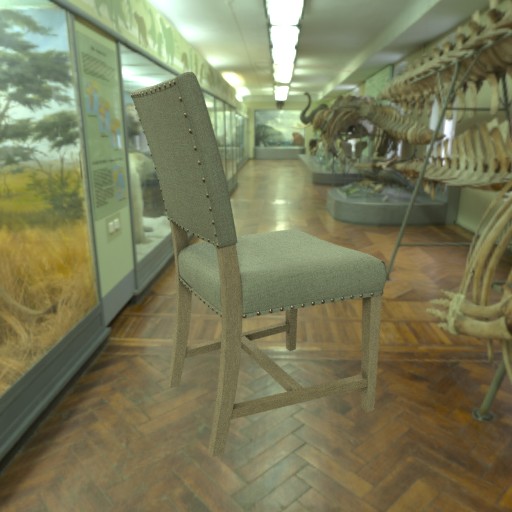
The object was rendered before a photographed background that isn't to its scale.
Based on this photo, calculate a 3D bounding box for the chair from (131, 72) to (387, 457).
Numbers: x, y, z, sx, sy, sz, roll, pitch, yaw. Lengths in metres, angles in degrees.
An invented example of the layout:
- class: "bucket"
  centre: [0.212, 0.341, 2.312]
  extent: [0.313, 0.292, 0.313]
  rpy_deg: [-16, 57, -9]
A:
- class: "chair"
  centre: [0.000, 0.000, 1.374]
  extent: [0.622, 0.986, 0.508]
  rpy_deg: [-8, 17, -27]
